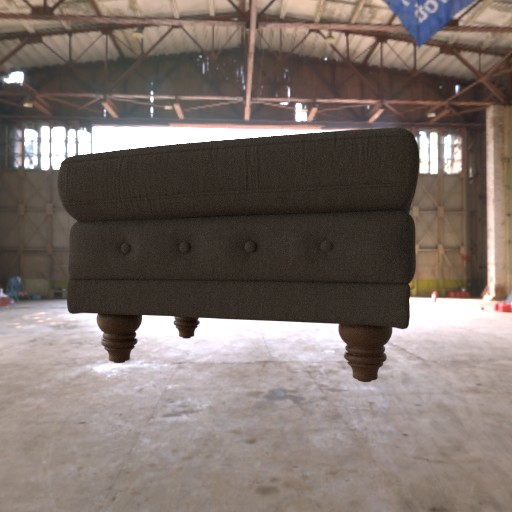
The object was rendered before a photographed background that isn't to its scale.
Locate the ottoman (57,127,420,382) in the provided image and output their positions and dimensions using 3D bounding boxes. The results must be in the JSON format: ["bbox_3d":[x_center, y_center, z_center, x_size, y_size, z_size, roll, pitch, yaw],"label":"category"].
[{"bbox_3d":[0.000,0.000,1.130,0.771,0.500,0.569,0,-1,17],"label":"ottoman"}]
